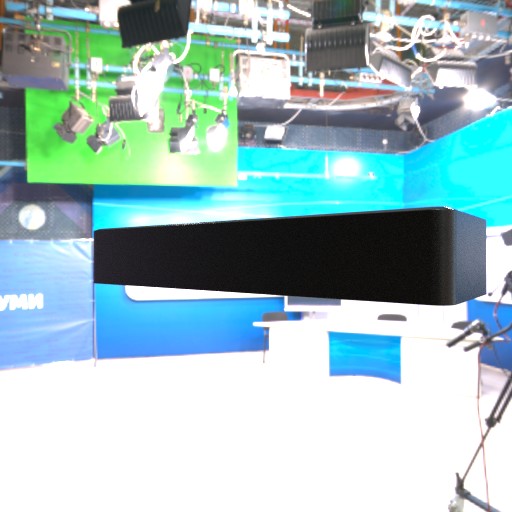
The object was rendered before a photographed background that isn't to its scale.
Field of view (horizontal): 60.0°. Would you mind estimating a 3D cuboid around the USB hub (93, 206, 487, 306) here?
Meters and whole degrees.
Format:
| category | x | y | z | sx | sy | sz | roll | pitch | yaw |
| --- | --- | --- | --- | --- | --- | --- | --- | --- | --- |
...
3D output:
| category | x | y | z | sx | sy | sz | roll | pitch | yaw |
| --- | --- | --- | --- | --- | --- | --- | --- | --- | --- |
| USB hub | 0.000 | 0.000 | 0.161 | 0.145 | 0.023 | 0.044 | 0 | 0 | 38 |
